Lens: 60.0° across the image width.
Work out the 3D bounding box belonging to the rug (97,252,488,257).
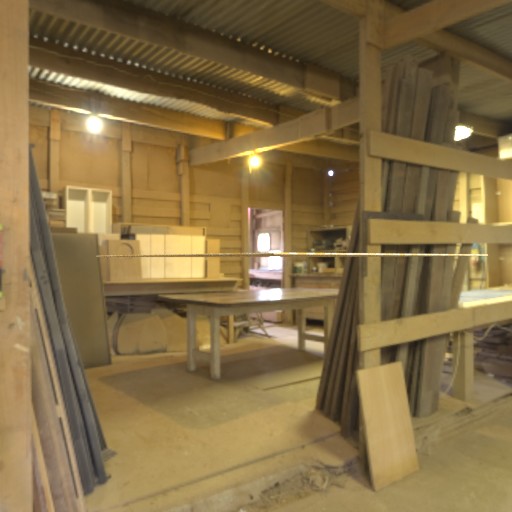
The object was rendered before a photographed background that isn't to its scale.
[{"bbox_3d":[0.000,0.000,3.070,1.511,0.010,2.424,0,0,-35],"label":"rug"}]
